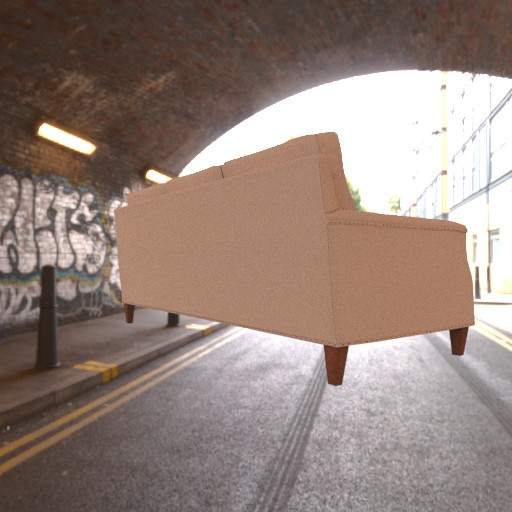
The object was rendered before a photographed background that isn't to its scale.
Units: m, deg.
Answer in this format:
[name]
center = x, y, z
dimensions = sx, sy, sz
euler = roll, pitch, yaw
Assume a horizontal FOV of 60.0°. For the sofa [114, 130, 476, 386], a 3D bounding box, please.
[sofa]
center = 0.000, 0.000, 2.774
dimensions = 1.084, 1.003, 2.246
euler = 1, -1, -37
